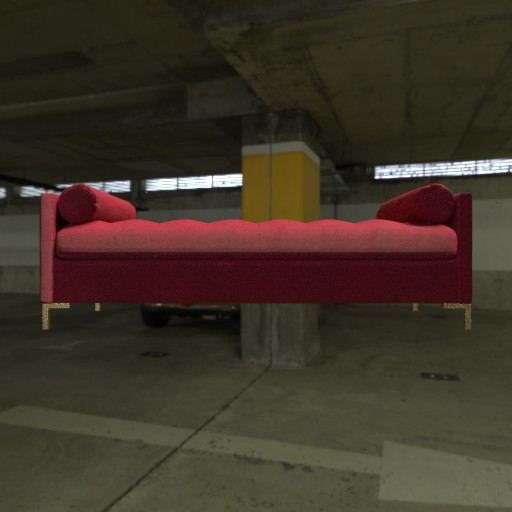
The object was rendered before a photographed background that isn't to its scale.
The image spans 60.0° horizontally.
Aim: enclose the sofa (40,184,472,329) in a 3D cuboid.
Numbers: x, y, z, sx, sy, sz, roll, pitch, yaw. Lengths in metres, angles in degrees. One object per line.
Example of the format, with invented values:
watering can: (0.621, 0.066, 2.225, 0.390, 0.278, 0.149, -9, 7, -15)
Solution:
sofa: (0.000, 0.000, 2.492, 2.102, 0.705, 0.796, 0, 0, 0)
